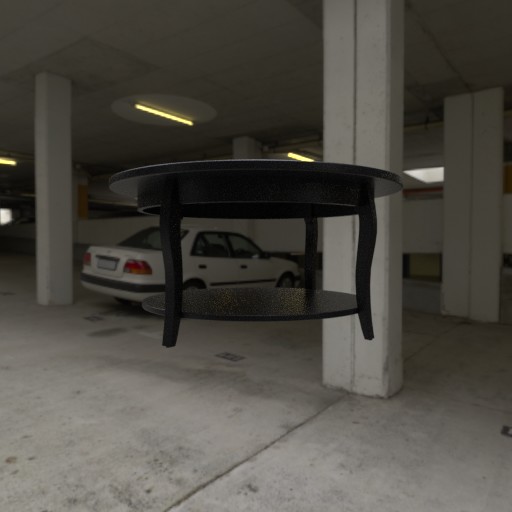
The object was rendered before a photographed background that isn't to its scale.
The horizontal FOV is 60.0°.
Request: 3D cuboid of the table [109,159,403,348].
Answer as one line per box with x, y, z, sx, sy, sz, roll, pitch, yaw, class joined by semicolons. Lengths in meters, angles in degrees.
0.000;0.000;1.457;0.914;0.457;0.914;0;1;0;table
